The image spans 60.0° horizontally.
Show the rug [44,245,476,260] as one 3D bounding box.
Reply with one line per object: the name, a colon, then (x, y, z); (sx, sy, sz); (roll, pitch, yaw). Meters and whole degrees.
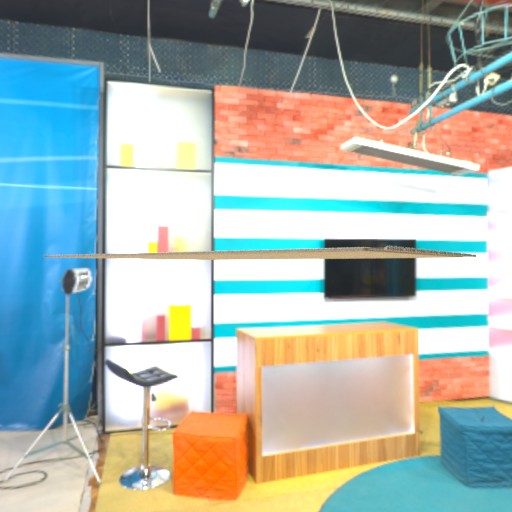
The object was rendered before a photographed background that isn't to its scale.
rug: (0.000, 0.000, 2.195); (1.771, 0.015, 1.223); (-1, -2, 36)
